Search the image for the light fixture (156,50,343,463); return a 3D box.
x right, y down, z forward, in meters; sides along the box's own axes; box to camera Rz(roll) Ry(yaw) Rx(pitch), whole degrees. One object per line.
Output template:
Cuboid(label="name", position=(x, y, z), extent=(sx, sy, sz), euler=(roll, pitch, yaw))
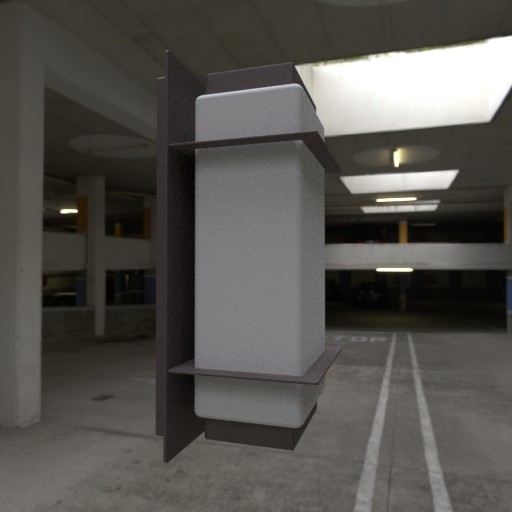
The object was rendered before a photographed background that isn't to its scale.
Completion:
Cuboid(label="light fixture", position=(0.000, 0.000, 0.426), extent=(0.146, 0.347, 0.153), euler=(0, -1, 18))
